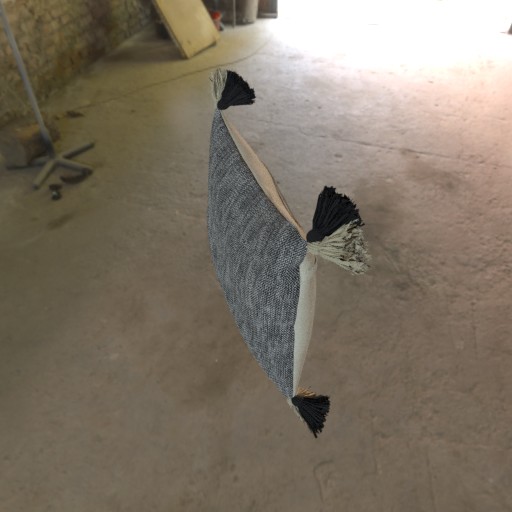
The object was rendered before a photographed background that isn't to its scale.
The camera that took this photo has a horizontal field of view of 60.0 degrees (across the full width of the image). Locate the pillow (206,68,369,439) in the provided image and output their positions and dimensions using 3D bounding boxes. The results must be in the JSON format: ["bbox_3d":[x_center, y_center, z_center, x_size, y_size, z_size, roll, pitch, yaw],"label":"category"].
[{"bbox_3d":[0.000,0.000,0.995,0.170,0.659,0.654,-15,47,-14],"label":"pillow"}]
